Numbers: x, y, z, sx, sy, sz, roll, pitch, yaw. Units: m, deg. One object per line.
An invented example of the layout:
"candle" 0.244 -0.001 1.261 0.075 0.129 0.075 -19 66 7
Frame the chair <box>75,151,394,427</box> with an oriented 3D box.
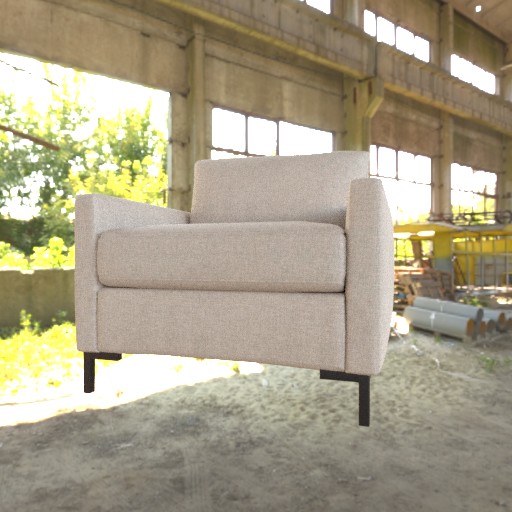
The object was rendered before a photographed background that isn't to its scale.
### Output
"chair" 0.000 0.000 1.631 0.963 0.861 0.866 0 0 18
